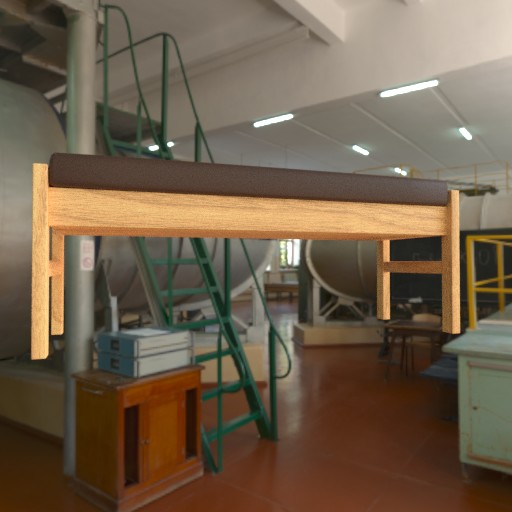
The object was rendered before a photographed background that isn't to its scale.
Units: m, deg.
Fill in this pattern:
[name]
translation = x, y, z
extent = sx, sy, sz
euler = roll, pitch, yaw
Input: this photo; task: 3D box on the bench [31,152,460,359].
[bench]
translation = 0.000, 0.000, 1.381
extent = 1.200, 0.480, 0.405
euler = 0, -1, -18
